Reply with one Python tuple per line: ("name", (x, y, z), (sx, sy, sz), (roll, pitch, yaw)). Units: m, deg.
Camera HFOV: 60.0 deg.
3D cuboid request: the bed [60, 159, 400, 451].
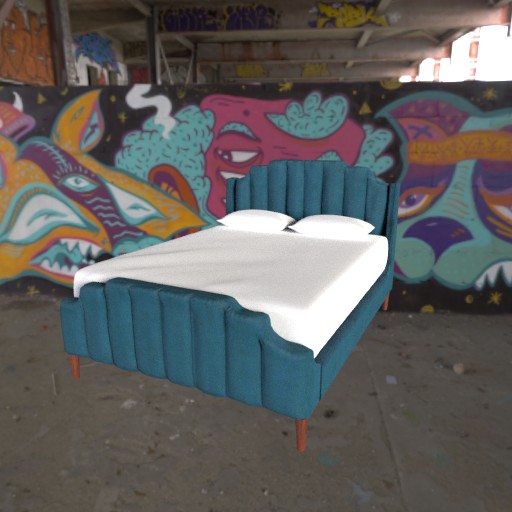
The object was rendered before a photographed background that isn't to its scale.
("bed", (0.000, 0.000, 3.344), (1.676, 1.351, 2.322), (7, 16, 26))
